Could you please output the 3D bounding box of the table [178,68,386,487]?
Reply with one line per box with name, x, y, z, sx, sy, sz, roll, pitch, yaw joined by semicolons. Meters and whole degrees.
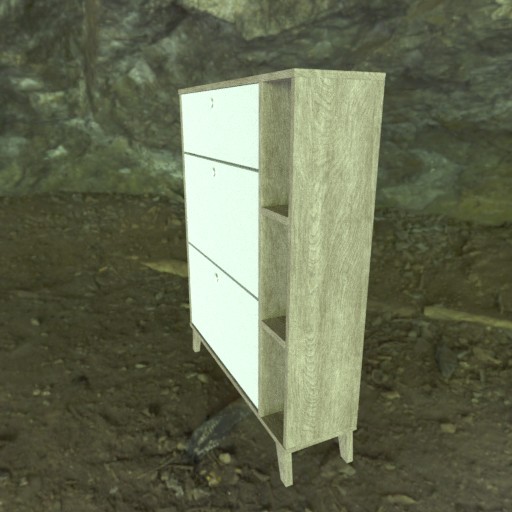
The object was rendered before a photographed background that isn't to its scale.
table;0.000;0.000;1.561;0.256;1.135;0.902;-8;19;-24
